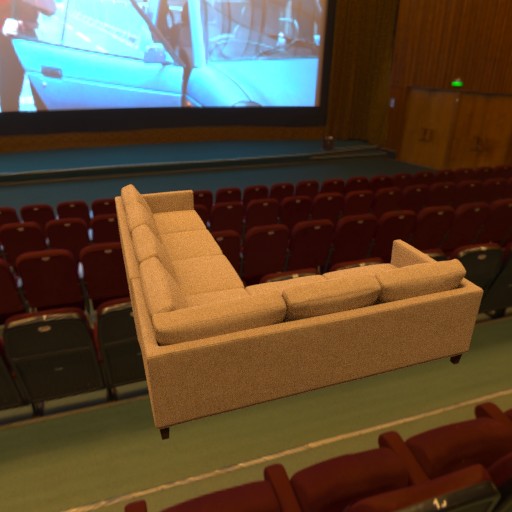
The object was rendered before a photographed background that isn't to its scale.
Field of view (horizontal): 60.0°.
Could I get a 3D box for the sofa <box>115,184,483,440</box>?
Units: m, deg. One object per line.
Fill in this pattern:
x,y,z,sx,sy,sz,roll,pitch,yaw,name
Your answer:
0.000,0.000,4.318,2.432,0.863,3.182,-8,26,-17,sofa
